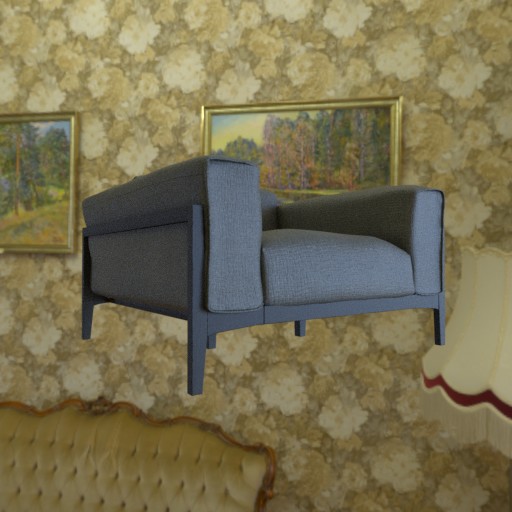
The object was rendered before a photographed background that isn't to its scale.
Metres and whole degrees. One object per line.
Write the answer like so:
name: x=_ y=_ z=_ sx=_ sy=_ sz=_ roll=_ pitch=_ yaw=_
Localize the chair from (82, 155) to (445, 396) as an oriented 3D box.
chair: x=0.000 y=0.000 z=1.676 sx=1.056 sy=0.646 sz=0.969 roll=0 pitch=-1 yaw=-36
